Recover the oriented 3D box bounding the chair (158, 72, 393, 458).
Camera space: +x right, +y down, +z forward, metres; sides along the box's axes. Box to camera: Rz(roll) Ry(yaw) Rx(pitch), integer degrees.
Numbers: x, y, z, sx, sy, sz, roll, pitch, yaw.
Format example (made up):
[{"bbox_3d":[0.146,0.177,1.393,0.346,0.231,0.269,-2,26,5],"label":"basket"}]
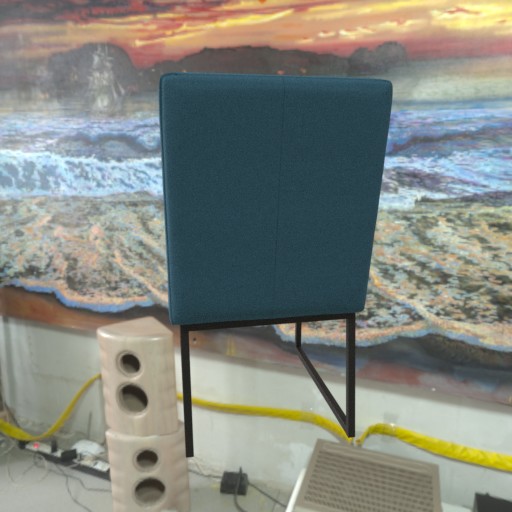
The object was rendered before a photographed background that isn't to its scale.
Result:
[{"bbox_3d":[0.000,0.000,1.320,0.520,0.930,0.634,-2,14,-10],"label":"chair"}]
